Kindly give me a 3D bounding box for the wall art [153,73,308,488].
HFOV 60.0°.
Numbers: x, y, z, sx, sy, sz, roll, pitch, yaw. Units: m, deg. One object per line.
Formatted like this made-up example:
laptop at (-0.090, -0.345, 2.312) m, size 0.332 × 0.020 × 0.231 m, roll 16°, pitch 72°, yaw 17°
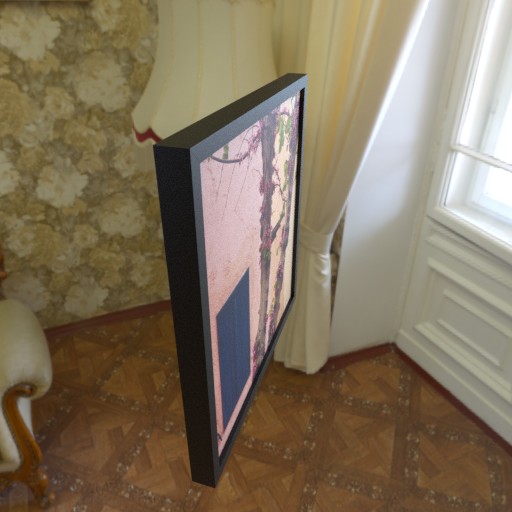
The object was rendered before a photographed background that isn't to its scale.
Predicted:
wall art at (0.000, 0.000, 0.743) m, size 0.038 × 0.508 × 0.508 m, roll 9°, pitch 31°, yaw 15°
